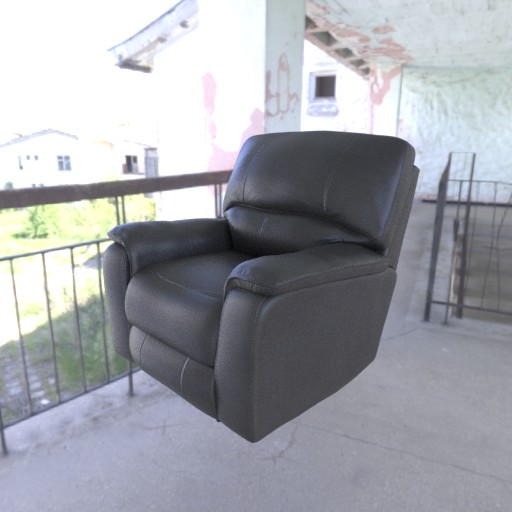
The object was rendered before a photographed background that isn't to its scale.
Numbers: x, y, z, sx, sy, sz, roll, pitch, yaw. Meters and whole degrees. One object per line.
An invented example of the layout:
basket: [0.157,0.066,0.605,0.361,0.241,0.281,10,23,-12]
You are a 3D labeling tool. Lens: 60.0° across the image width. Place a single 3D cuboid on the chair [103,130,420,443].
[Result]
chair: [0.000,0.000,2.022,1.087,1.109,1.096,-14,21,-43]
